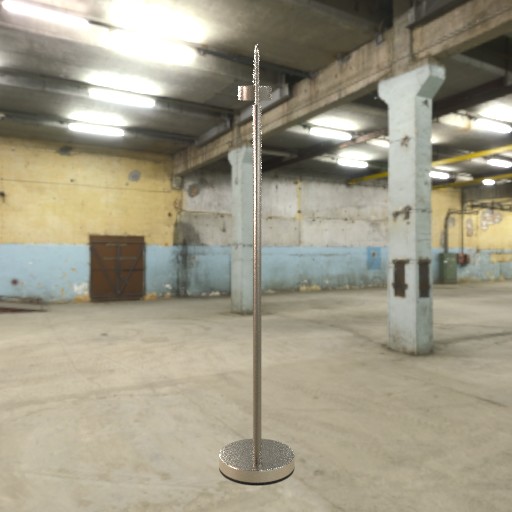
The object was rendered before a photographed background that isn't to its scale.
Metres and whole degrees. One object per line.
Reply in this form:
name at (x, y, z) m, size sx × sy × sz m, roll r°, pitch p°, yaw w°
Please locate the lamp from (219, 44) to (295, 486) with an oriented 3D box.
lamp at (0.000, 0.000, 1.419) m, size 0.222 × 1.250 × 0.421 m, roll 0°, pitch -1°, yaw -1°
